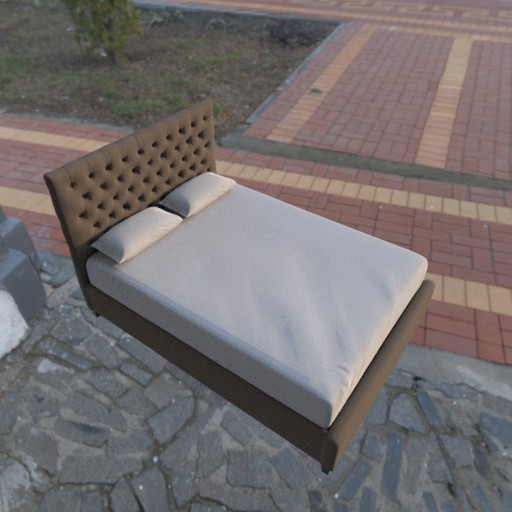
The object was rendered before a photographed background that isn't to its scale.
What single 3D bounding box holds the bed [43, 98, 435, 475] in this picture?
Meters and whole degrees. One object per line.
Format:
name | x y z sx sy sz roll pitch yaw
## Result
bed | 0.000 0.000 3.408 2.387 1.427 1.698 25 47 27
